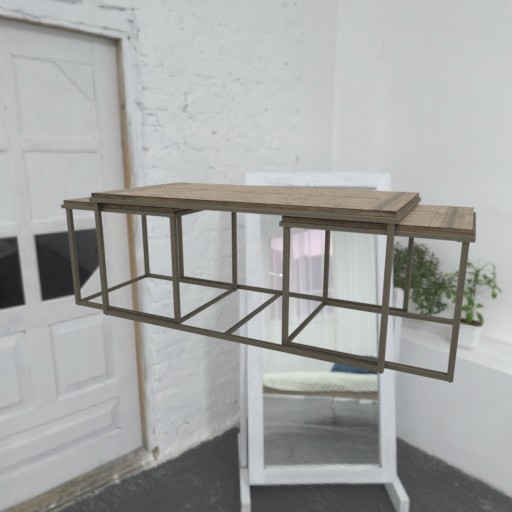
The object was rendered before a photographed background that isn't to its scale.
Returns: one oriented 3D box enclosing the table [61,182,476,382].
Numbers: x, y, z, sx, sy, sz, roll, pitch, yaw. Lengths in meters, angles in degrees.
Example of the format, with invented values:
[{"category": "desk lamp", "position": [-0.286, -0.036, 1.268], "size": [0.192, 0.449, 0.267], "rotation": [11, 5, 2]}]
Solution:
[{"category": "table", "position": [0.000, 0.000, 1.506], "size": [1.312, 0.427, 0.489], "rotation": [7, 15, 25]}]
